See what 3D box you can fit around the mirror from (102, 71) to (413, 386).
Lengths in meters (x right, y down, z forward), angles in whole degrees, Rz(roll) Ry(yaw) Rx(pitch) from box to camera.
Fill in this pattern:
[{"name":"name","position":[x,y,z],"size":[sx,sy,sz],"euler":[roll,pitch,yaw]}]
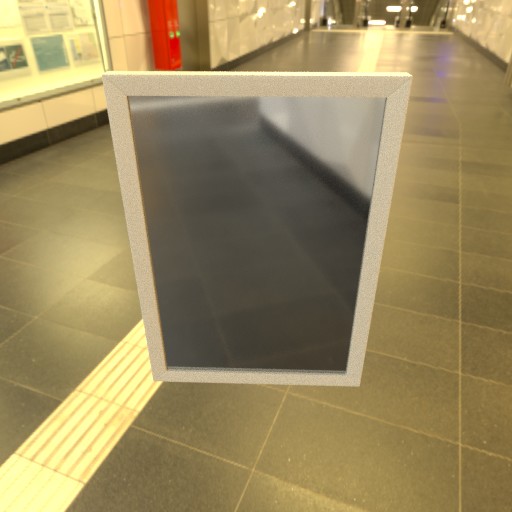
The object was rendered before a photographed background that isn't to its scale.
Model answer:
[{"name":"mirror","position":[0.000,0.000,0.921],"size":[0.507,0.710,0.040],"euler":[1,31,2]}]
